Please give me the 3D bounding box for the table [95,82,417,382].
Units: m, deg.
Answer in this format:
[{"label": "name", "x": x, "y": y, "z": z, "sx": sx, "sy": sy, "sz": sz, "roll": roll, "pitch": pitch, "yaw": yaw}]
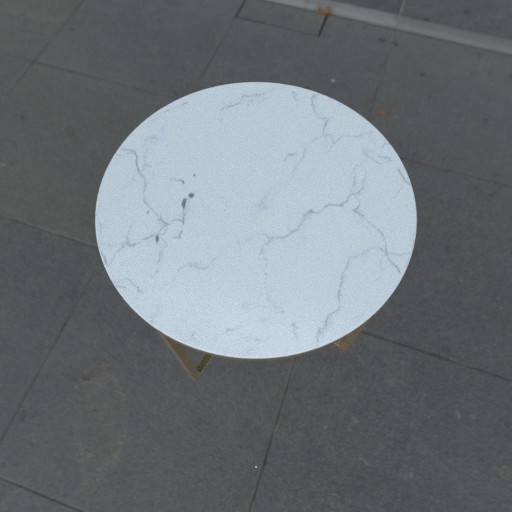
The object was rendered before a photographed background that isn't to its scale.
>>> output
[{"label": "table", "x": 0.000, "y": 0.000, "z": 0.886, "sx": 0.500, "sy": 0.420, "sz": 0.500, "roll": 0, "pitch": 65, "yaw": 0}]
